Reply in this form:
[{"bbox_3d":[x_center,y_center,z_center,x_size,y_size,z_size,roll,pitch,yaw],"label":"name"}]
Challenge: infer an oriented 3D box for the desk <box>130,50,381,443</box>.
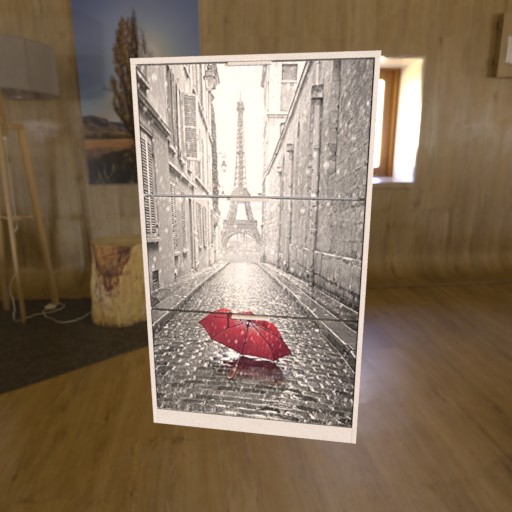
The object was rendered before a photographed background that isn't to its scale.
[{"bbox_3d":[0.000,0.000,1.569,0.750,1.280,0.250,2,15,9],"label":"desk"}]
